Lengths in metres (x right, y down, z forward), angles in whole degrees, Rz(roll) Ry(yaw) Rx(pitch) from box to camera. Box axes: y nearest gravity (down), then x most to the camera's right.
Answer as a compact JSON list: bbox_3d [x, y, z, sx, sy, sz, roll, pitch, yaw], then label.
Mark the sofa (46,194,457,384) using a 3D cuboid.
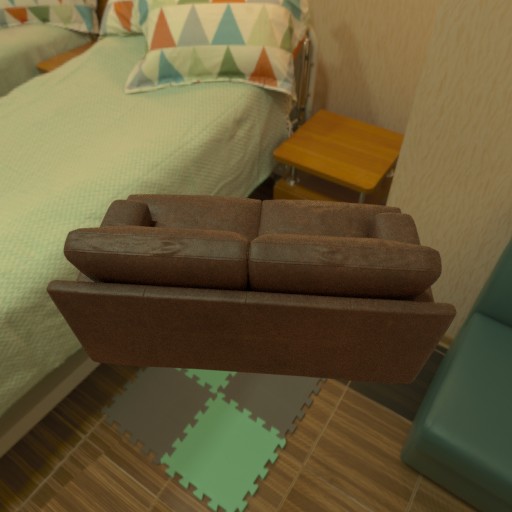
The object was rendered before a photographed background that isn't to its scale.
[{"bbox_3d":[0.000,0.000,2.515,1.880,0.939,1.143,3,46,3],"label":"sofa"}]
